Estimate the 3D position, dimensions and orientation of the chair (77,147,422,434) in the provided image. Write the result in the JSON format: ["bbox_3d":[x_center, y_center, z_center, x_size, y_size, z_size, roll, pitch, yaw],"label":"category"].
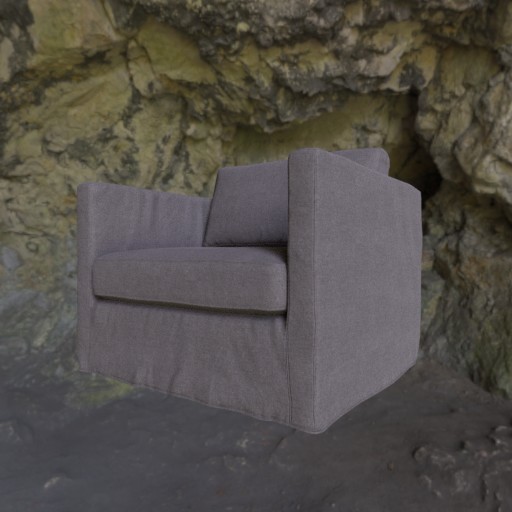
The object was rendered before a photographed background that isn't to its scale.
[{"bbox_3d":[0.000,0.000,1.750,1.057,0.863,0.949,1,1,36],"label":"chair"}]
